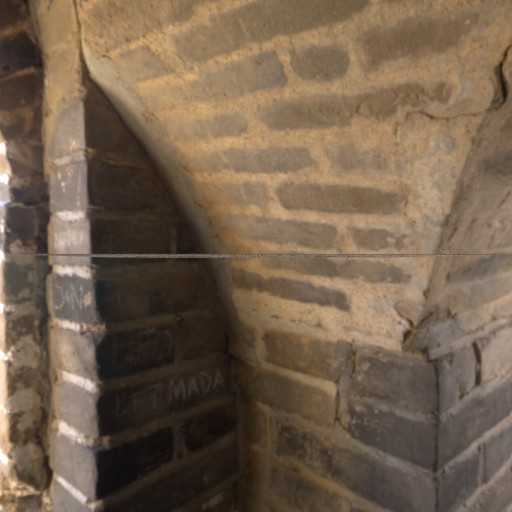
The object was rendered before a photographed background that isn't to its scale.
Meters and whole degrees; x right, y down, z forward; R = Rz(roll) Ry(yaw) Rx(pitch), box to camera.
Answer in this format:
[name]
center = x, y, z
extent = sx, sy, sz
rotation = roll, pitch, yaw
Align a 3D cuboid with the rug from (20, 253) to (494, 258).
[rug]
center = 0.000, 0.000, 2.280
extent = 1.813, 0.008, 1.223
rotation = 0, -1, -1
